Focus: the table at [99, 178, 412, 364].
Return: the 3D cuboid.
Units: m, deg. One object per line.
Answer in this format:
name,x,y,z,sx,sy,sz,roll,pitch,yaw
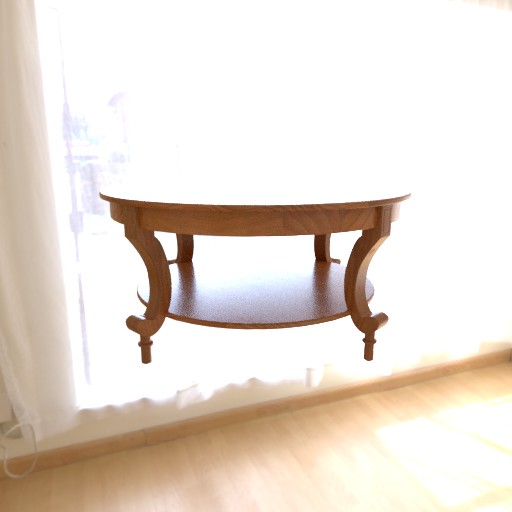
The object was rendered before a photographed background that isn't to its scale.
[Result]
table,0.000,0.000,1.591,1.029,0.490,1.029,0,13,0
